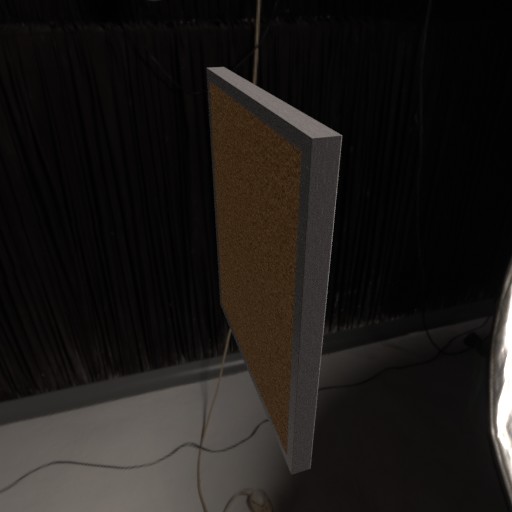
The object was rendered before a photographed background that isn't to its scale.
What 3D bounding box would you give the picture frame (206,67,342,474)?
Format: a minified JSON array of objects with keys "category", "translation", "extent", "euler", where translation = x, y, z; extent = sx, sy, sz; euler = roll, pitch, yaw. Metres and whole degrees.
[{"category":"picture frame","translation":[0.000,0.000,0.534],"extent":[0.027,0.378,0.327],"euler":[-9,32,-15]}]
